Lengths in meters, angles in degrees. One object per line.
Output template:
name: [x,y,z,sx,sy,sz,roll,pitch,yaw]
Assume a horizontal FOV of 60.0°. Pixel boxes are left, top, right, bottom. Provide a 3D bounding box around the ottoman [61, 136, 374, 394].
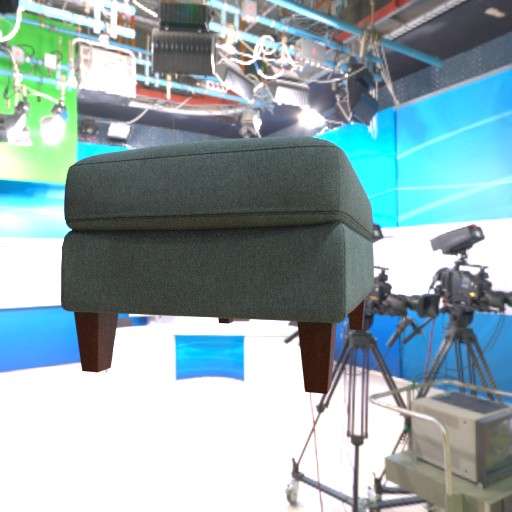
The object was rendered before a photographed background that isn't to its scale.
ottoman: [0.000,0.000,1.207,0.584,0.483,0.864,0,-1,18]
